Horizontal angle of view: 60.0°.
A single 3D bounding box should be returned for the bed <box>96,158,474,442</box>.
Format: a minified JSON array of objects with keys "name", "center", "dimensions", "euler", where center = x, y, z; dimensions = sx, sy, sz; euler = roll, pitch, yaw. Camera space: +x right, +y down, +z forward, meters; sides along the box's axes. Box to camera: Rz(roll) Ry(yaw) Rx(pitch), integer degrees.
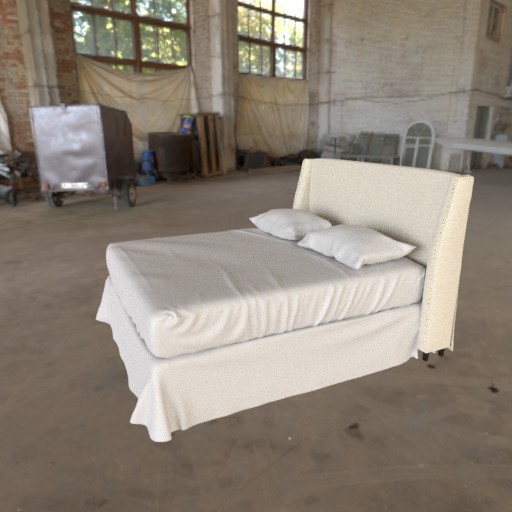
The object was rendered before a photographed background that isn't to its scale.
[{"name":"bed","center":[0.000,0.000,3.408],"dimensions":[2.276,1.332,1.925],"euler":[-8,18,-25]}]
